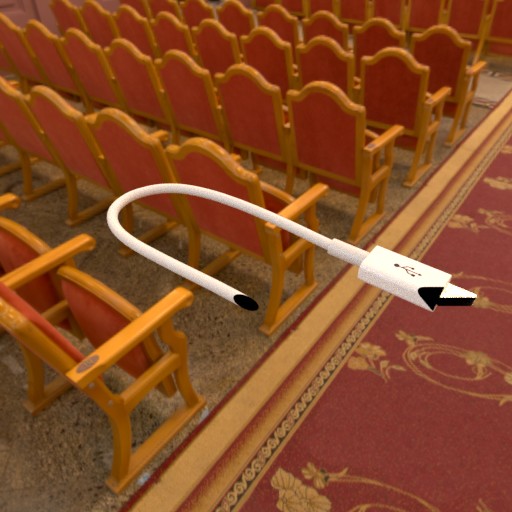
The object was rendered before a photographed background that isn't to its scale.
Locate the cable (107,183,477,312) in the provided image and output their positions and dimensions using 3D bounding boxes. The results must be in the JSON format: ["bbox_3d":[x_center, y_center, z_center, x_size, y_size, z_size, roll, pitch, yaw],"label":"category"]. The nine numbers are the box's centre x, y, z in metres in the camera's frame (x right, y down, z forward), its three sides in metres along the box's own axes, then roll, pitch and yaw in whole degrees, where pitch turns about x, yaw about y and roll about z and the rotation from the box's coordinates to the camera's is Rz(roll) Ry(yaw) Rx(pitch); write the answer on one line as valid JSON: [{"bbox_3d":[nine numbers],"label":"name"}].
[{"bbox_3d":[0.000,0.000,0.113,0.098,0.006,0.040,26,46,28],"label":"cable"}]
